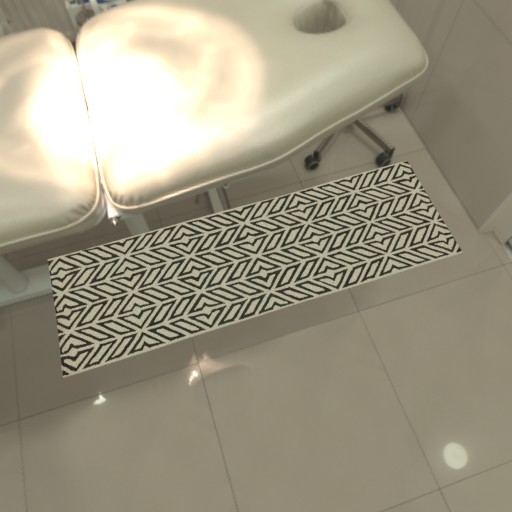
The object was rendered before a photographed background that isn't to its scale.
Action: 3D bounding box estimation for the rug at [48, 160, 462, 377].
[{"bbox_3d":[0.000,0.000,2.719,2.435,0.009,0.750,-16,64,-8],"label":"rug"}]
